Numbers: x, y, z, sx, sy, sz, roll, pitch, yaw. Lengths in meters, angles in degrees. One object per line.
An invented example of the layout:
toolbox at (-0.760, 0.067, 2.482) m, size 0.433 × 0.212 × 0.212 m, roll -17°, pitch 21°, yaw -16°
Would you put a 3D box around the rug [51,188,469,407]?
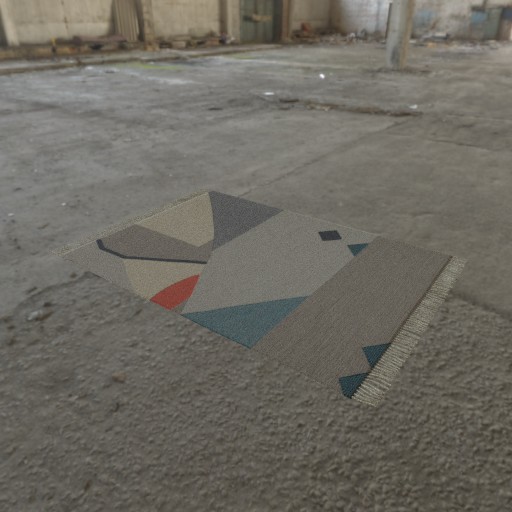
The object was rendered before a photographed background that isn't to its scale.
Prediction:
rug at (0.000, 0.000, 2.313) m, size 1.828 × 0.005 × 1.220 m, roll 19°, pitch 34°, yaw 31°
